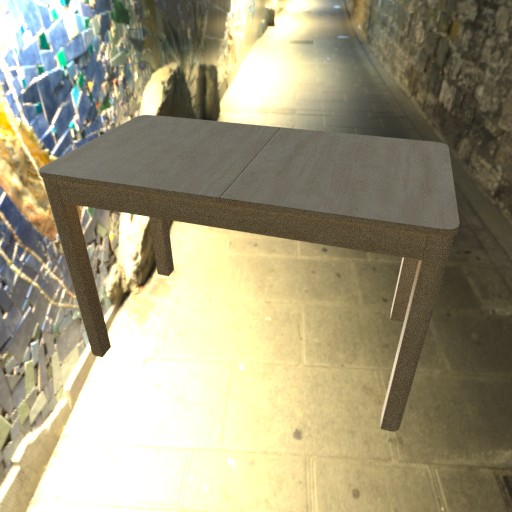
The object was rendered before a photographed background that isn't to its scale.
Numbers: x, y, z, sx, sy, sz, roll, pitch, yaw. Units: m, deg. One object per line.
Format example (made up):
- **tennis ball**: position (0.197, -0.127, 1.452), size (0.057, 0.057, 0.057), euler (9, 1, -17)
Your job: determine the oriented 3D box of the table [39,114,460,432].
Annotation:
- **table**: position (0.000, 0.000, 1.918), size (1.400, 0.900, 0.750), euler (10, 35, 15)
